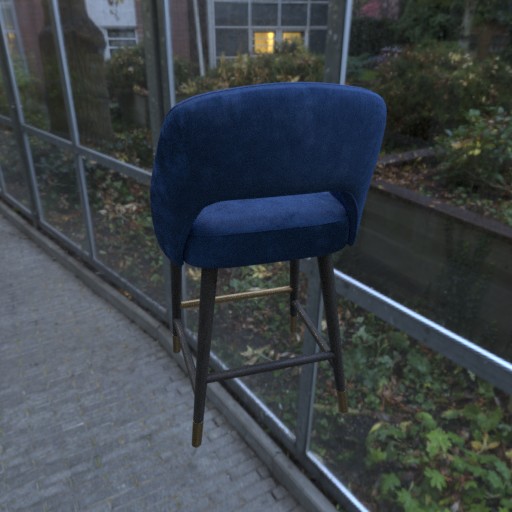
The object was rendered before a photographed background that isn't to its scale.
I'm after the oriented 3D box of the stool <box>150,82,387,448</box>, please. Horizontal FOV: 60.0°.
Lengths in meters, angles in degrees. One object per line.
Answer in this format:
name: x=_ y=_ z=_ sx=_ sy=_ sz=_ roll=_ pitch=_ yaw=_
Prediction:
stool: x=0.000 y=0.000 z=1.219 sx=0.536 sy=0.925 sz=0.524 roll=-7 pitch=26 yaw=-15
